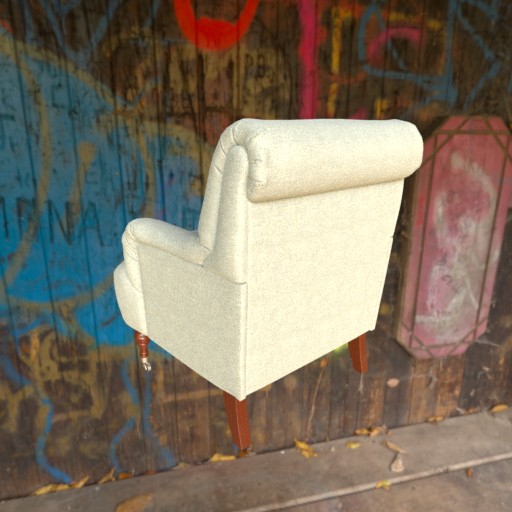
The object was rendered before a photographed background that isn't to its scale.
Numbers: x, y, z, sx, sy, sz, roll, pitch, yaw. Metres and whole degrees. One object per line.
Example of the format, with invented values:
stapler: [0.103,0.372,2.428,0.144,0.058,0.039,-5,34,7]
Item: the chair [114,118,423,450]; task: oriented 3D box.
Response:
chair: [0.000,0.000,1.999,0.964,1.178,1.060,-15,22,-40]
